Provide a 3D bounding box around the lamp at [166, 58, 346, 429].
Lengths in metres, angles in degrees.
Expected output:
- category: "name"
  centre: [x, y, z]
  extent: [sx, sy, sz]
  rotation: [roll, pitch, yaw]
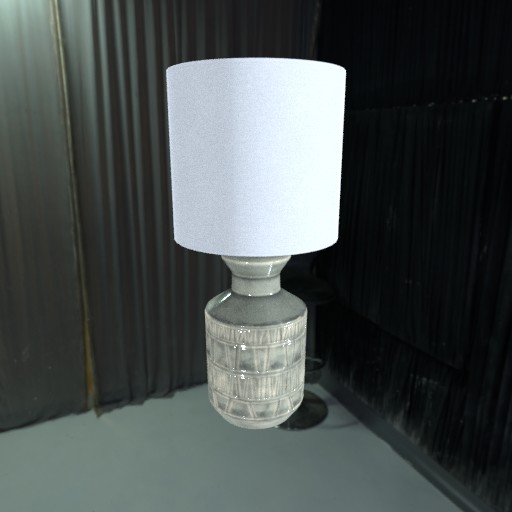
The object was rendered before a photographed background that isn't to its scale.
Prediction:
- category: "lamp"
  centre: [0.000, 0.000, 0.590]
  extent: [0.211, 0.455, 0.211]
  rotation: [-8, 17, -27]
